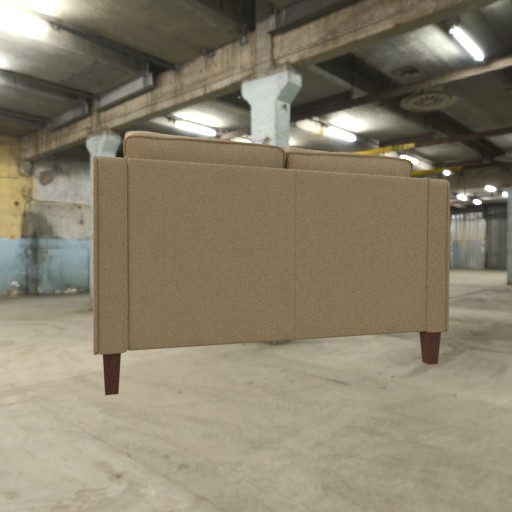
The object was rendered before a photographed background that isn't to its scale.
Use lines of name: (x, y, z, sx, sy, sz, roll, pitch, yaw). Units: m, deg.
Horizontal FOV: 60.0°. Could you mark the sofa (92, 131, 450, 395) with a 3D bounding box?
sofa: (0.000, 0.000, 2.200, 1.501, 0.971, 0.987, 0, 0, -19)
